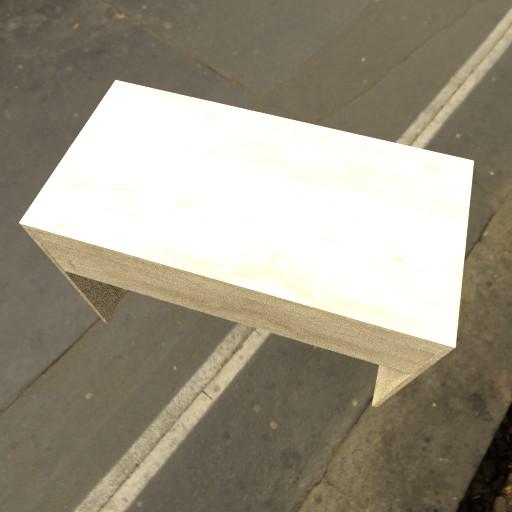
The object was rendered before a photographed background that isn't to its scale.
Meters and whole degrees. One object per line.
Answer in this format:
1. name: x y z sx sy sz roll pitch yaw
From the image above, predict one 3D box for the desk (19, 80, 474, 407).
1. desk: 0.000 0.000 1.507 1.100 0.730 0.560 15 62 8
